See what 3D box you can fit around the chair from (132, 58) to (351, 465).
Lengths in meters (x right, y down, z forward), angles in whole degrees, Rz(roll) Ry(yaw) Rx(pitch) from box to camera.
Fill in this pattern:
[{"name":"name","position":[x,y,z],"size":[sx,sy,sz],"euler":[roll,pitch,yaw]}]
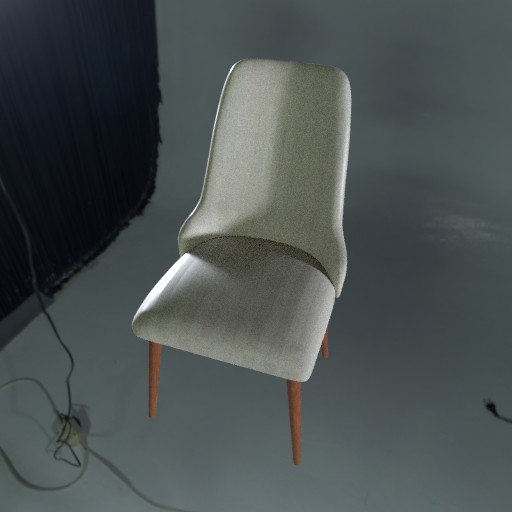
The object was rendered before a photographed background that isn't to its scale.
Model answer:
[{"name":"chair","position":[0.000,0.000,1.304],"size":[0.526,0.917,0.684],"euler":[12,41,14]}]
